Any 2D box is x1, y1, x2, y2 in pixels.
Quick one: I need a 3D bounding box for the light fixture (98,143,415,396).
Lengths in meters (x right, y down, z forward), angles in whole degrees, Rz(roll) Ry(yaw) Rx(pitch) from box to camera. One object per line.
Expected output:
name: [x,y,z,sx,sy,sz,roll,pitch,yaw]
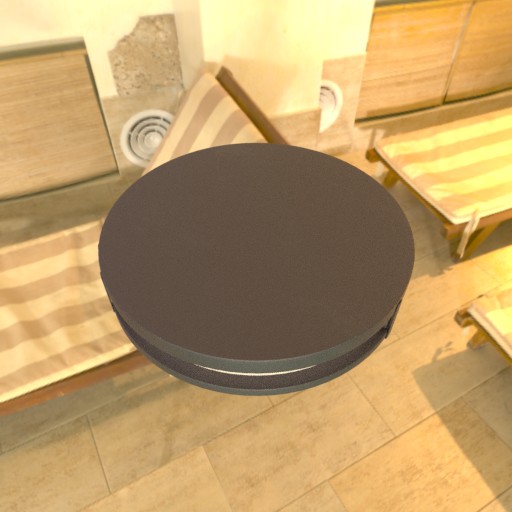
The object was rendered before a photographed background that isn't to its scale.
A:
light fixture: [0.000,0.000,0.545,0.356,0.102,0.356,0,46,0]
